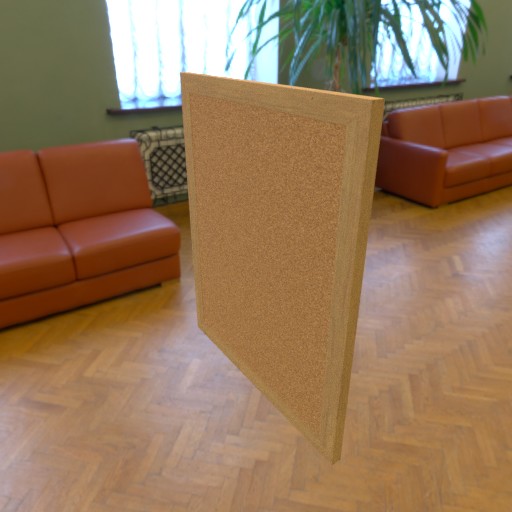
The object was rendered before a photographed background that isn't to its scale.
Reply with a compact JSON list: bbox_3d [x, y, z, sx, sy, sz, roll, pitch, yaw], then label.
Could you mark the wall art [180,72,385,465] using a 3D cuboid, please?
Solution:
[{"bbox_3d":[0.000,0.000,0.764,0.020,0.561,0.460,-17,31,-30],"label":"wall art"}]
